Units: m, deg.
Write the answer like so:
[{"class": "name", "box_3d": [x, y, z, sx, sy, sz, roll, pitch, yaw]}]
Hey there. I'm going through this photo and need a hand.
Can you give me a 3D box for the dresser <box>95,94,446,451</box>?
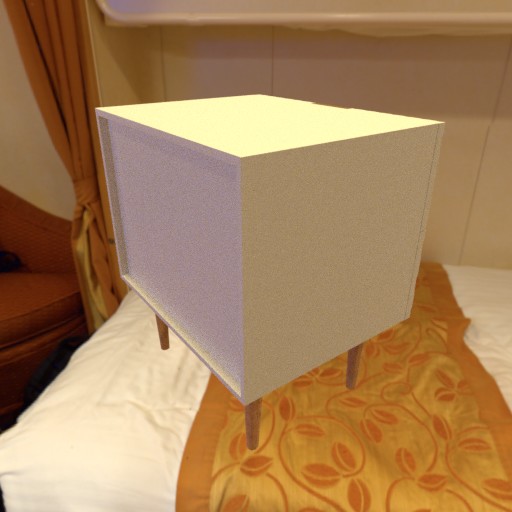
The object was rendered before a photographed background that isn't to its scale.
[{"class": "dresser", "box_3d": [0.000, 0.000, 0.922, 0.414, 0.568, 0.503, -18, 31, -32]}]
